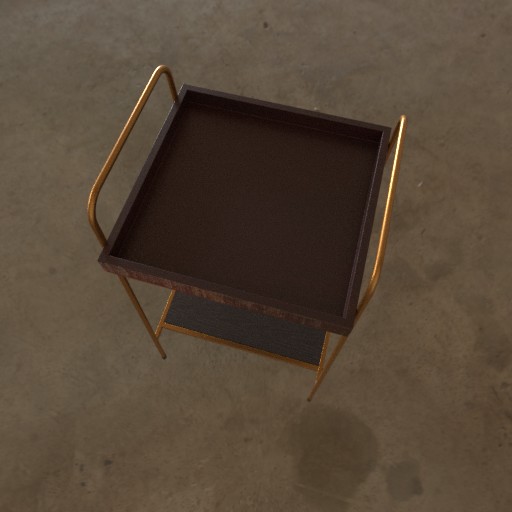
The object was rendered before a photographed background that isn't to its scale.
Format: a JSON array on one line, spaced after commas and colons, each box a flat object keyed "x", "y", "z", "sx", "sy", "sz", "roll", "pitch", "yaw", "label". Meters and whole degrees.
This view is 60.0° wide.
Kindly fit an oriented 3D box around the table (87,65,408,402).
[{"x": 0.000, "y": 0.000, "z": 0.988, "sx": 0.430, "sy": 0.710, "sz": 0.430, "roll": 14, "pitch": 65, "yaw": 7, "label": "table"}]
